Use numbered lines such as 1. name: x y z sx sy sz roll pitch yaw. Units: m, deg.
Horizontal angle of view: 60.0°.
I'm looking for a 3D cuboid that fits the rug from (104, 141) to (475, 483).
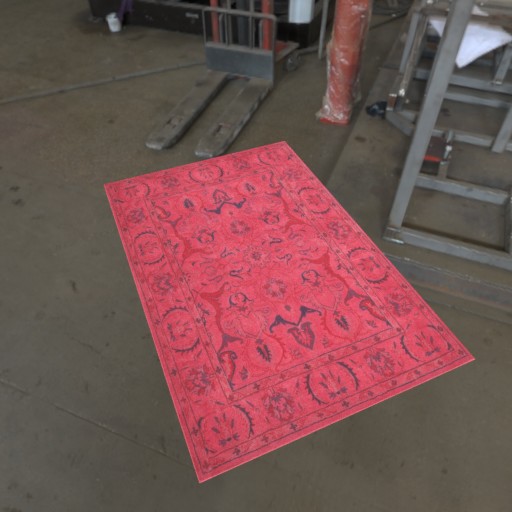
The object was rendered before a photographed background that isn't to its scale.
1. rug: 0.000 0.000 2.257 1.209 0.008 1.814 -17 49 -16
